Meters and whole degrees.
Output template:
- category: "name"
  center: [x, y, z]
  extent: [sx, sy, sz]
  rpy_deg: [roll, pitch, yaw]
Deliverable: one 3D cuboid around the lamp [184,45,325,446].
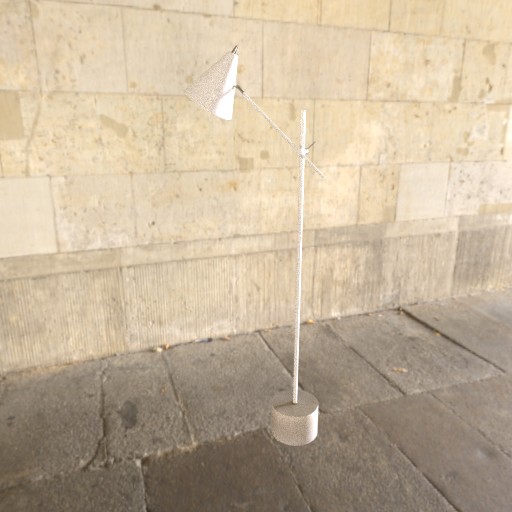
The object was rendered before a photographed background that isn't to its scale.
- category: "lamp"
  center: [0.000, 0.000, 1.638]
  extent: [0.508, 1.430, 0.223]
  rpy_deg: [8, 18, 24]
